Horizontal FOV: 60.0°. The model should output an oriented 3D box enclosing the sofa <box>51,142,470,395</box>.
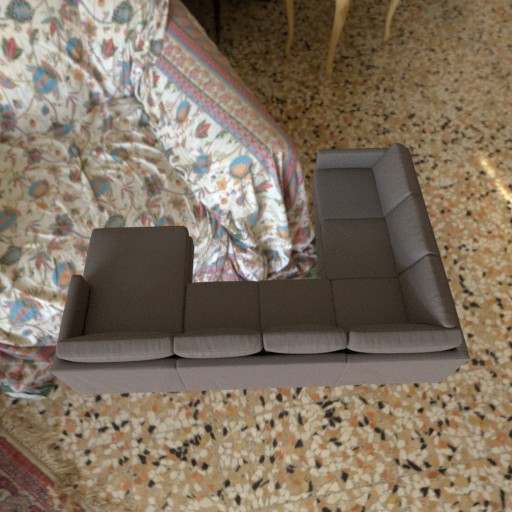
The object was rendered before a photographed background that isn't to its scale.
[{"bbox_3d":[0.000,0.000,4.450,3.460,0.882,2.427,-2,58,-1],"label":"sofa"}]
